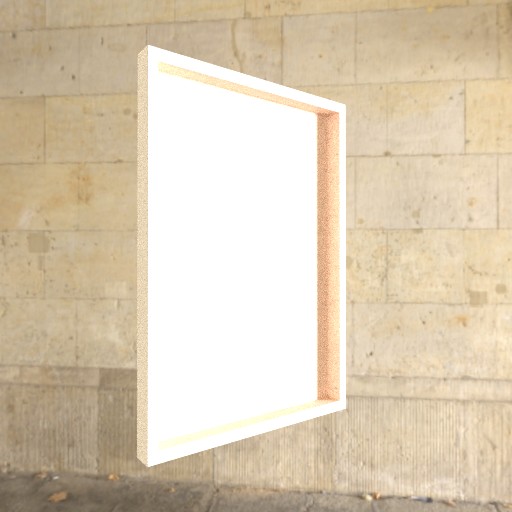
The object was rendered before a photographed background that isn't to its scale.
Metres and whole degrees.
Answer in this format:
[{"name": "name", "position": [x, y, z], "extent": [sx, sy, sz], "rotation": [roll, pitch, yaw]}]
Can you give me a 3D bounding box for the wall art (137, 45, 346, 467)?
[{"name": "wall art", "position": [0.000, 0.000, 0.779], "extent": [0.418, 0.608, 0.038], "rotation": [0, 0, -37]}]
